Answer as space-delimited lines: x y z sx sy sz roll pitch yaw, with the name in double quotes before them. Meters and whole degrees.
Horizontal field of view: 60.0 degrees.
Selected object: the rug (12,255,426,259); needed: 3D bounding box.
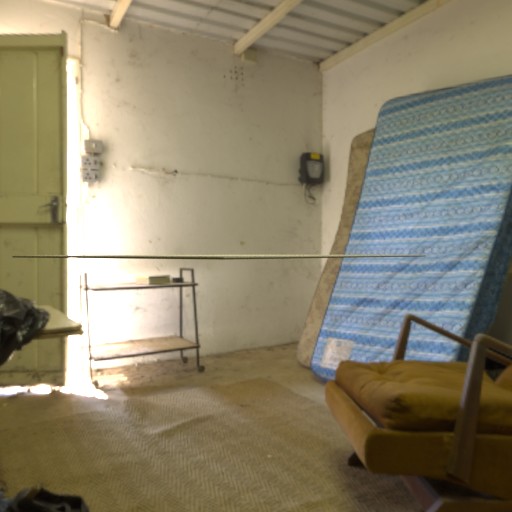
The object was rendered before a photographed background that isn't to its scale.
"rug" 0.000 0.000 2.959 1.524 0.012 2.438 0 0 36
